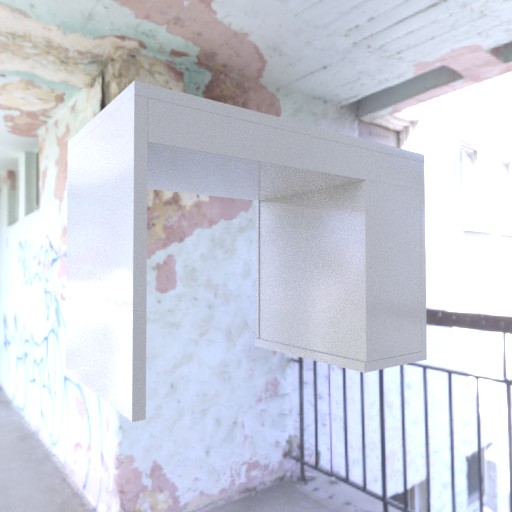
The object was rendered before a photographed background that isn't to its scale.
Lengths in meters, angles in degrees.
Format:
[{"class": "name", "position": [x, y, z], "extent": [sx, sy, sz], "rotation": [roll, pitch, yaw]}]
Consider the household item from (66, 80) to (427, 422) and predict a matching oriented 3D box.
[{"class": "household item", "position": [0.000, 0.000, 1.534], "extent": [1.100, 0.749, 0.597], "rotation": [1, -2, -36]}]
